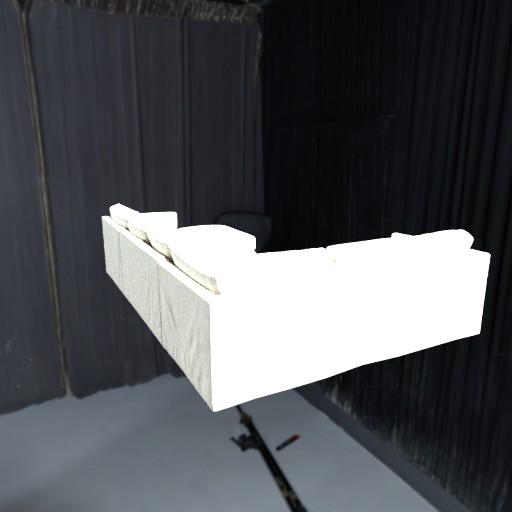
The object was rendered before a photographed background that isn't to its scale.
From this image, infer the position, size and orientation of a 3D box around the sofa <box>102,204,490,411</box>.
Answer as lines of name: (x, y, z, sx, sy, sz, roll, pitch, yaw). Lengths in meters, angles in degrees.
sofa: (0.000, 0.000, 4.522, 2.427, 0.882, 3.460, -7, 16, -27)
